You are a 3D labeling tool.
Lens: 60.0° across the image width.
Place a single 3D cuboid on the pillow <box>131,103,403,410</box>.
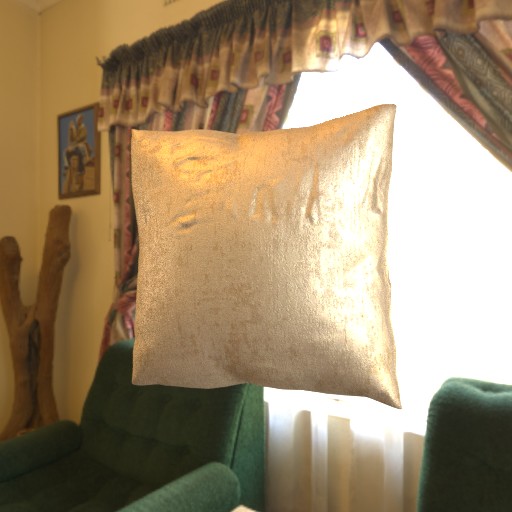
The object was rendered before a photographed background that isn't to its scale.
[{"bbox_3d":[0.000,0.000,0.720,0.450,0.448,0.245,0,-1,18],"label":"pillow"}]
